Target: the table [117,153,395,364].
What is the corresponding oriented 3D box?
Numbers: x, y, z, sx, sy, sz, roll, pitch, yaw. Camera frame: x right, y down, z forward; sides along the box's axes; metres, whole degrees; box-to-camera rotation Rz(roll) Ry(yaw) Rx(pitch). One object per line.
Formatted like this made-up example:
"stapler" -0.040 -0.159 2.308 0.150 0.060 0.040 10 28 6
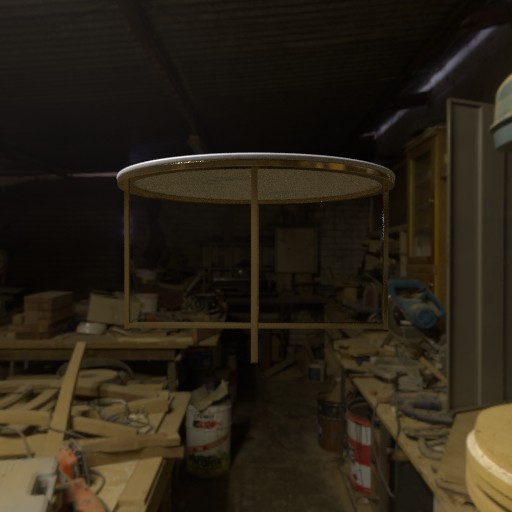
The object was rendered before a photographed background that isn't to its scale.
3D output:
"table" 0.000 0.000 1.338 0.800 0.450 0.800 0 1 0
